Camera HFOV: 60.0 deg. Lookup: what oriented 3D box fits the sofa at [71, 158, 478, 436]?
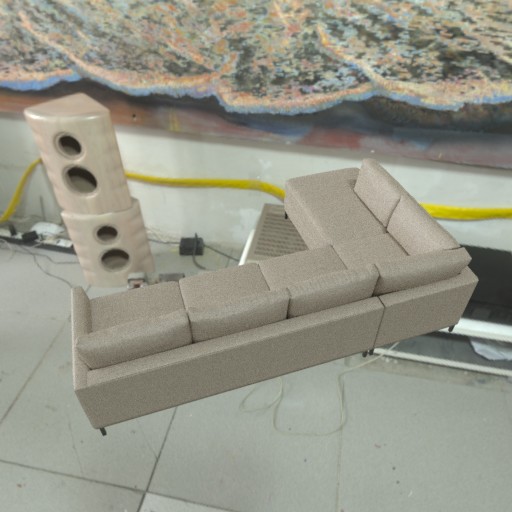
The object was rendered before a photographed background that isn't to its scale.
[{"bbox_3d":[0.000,0.000,3.099,2.423,0.703,1.617,-12,44,-13],"label":"sofa"}]
